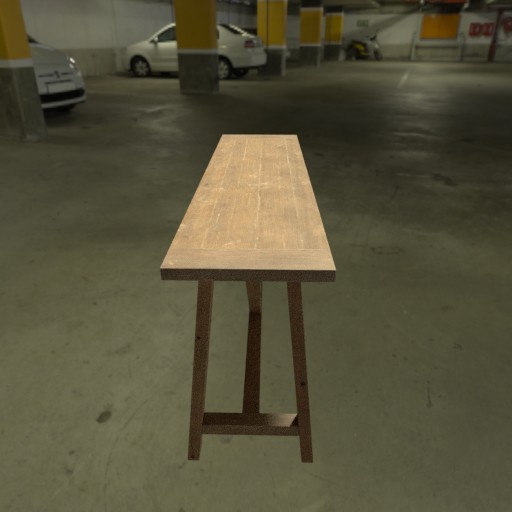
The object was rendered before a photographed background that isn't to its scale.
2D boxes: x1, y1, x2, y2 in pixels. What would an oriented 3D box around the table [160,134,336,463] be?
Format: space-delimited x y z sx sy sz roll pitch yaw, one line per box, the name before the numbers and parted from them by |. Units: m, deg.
table | 0.000 0.000 2.154 0.465 0.810 1.800 1 26 1
